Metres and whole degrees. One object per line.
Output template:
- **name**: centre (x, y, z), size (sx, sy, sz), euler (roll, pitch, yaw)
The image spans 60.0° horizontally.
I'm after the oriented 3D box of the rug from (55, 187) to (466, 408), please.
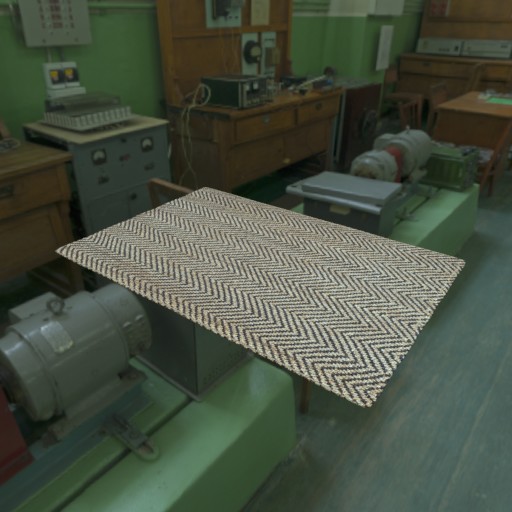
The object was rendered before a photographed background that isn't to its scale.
- **rug**: centre (0.000, 0.000, 2.349), size (1.828, 0.008, 1.219), euler (20, 35, 31)
